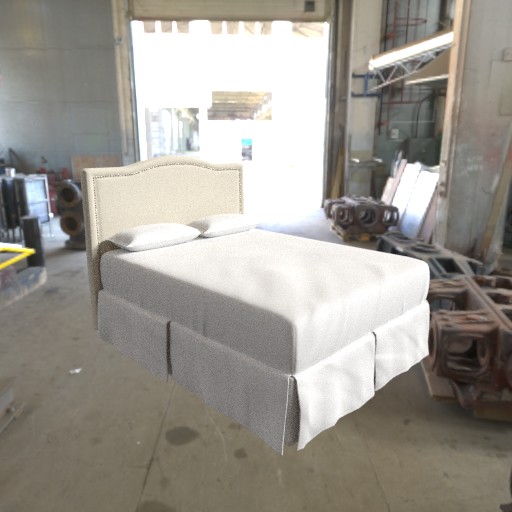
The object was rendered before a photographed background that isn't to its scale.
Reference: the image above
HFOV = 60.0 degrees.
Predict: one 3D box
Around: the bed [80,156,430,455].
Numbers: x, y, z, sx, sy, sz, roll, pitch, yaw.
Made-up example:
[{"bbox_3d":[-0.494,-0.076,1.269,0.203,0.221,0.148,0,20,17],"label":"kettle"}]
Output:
[{"bbox_3d":[0.000,0.000,3.376,2.196,1.449,1.741,14,20,43],"label":"bed"}]
